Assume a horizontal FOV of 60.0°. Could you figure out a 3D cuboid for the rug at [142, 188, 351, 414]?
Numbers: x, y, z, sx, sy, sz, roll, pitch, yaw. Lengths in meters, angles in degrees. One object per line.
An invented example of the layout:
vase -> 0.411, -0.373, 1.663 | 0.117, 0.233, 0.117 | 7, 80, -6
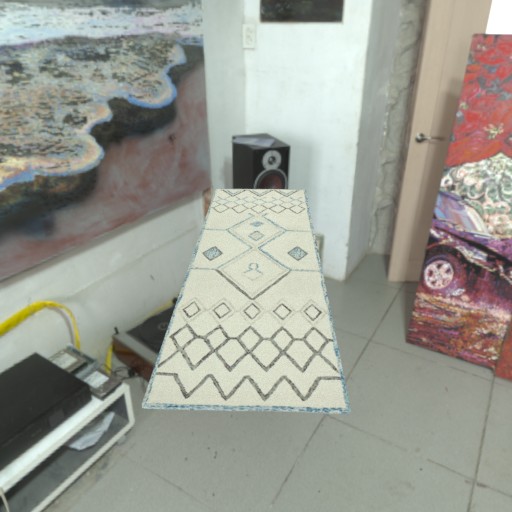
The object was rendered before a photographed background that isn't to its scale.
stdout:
rug -> 0.000, 0.000, 2.696 | 0.770, 0.013, 2.434 | 1, 28, 2
